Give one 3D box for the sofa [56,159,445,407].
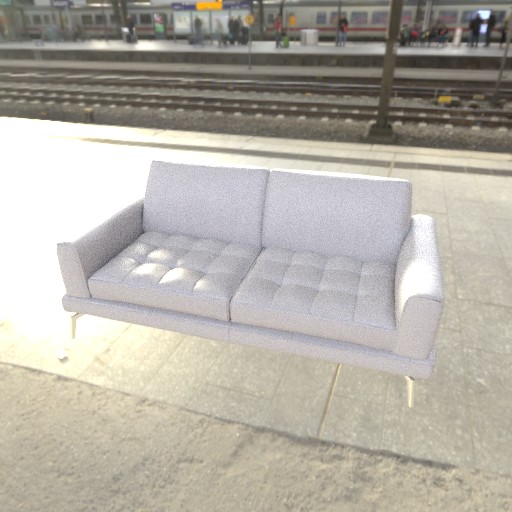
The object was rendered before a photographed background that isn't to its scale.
[{"bbox_3d":[0.000,0.000,2.771,2.177,0.930,1.121,8,29,15],"label":"sofa"}]
